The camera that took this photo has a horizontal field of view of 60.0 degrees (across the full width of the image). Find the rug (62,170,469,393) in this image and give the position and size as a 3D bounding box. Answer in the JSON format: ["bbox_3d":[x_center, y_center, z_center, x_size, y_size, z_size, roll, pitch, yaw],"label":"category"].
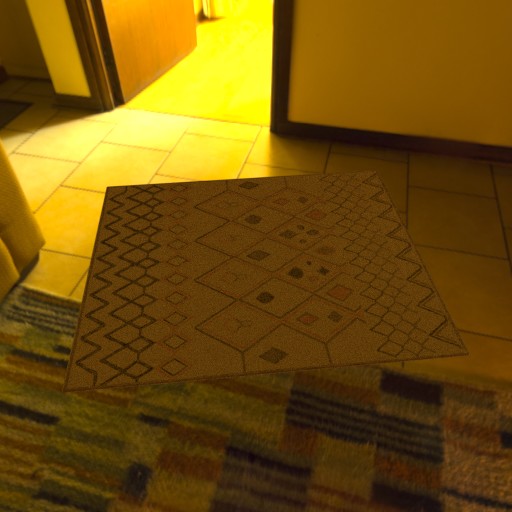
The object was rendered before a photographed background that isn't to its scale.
[{"bbox_3d":[0.000,0.000,4.134,3.050,0.016,2.441,-4,46,-4],"label":"rug"}]
